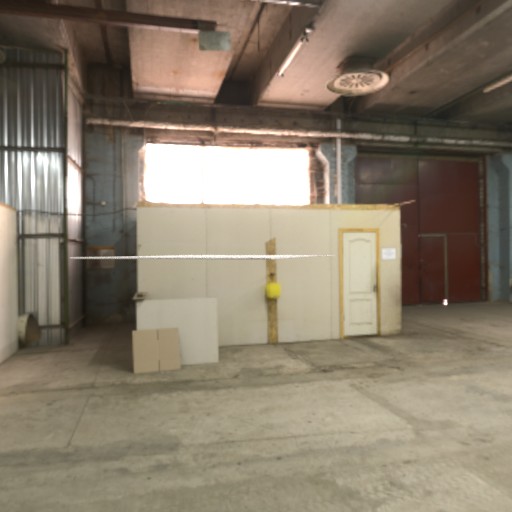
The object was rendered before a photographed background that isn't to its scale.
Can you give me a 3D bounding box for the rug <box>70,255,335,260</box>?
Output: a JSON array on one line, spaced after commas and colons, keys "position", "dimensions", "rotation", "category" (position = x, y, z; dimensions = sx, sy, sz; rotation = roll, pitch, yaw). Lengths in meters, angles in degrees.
[{"position": [0.000, 0.000, 2.558], "dimensions": [0.712, 0.013, 2.346], "rotation": [0, 0, 15], "category": "rug"}]
